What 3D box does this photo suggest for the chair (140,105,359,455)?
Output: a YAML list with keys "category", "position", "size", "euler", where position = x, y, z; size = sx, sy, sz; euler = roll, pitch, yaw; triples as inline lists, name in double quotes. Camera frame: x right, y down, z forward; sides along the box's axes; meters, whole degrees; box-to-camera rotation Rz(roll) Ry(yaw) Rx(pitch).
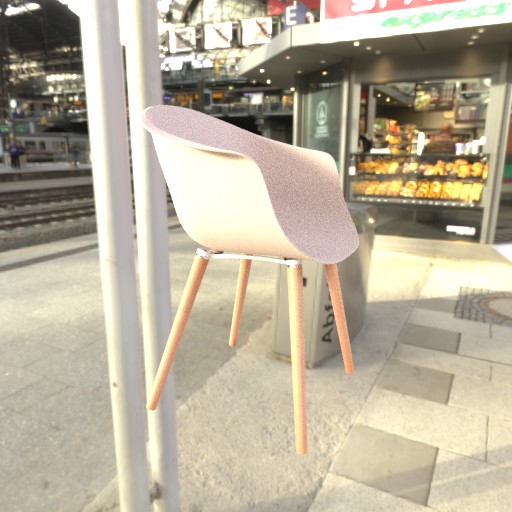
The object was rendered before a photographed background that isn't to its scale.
- category: "chair"
  position: [0.000, 0.000, 1.182]
  size: [0.504, 0.781, 0.593]
  euler: [7, 15, 26]
